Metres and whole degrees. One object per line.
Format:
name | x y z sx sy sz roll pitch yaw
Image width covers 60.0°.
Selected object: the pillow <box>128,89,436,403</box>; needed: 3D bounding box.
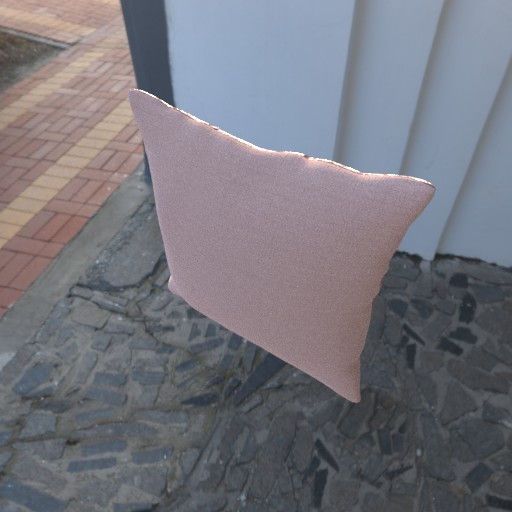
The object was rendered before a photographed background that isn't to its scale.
pillow | 0.000 0.000 0.737 0.470 0.464 0.175 26 51 23
